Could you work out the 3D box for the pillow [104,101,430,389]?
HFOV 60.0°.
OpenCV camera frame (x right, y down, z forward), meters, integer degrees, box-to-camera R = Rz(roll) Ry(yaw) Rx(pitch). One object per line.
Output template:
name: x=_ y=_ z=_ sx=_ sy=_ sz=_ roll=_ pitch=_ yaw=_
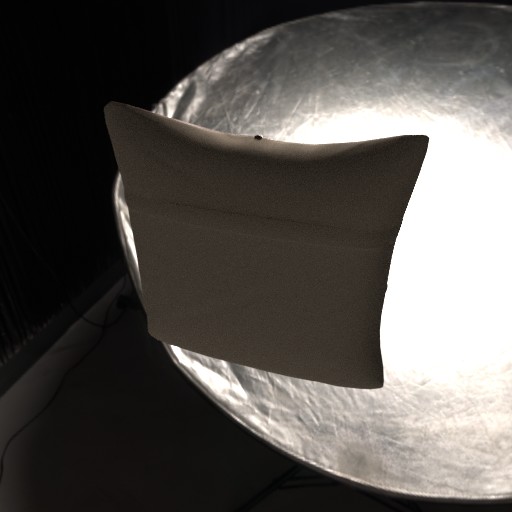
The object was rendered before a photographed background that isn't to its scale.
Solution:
pillow: x=0.000 y=0.000 z=0.739 sx=0.484 sy=0.470 sz=0.192 roll=10 pitch=34 yaw=15
